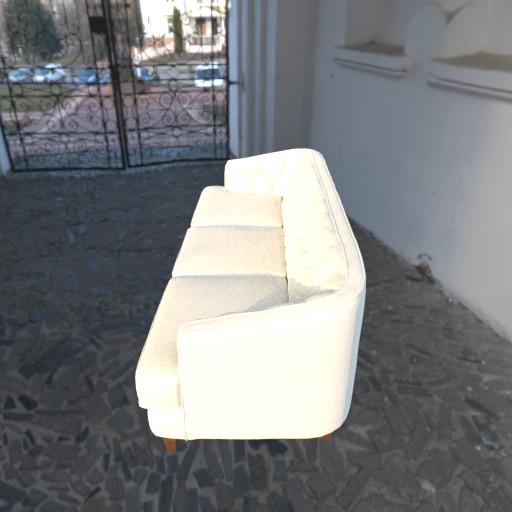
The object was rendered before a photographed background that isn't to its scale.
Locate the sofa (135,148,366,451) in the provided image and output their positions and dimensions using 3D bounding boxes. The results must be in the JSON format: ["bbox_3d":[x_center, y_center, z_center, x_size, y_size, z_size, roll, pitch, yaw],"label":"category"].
[{"bbox_3d":[0.000,0.000,2.726,0.941,0.855,2.278,1,28,1],"label":"sofa"}]
